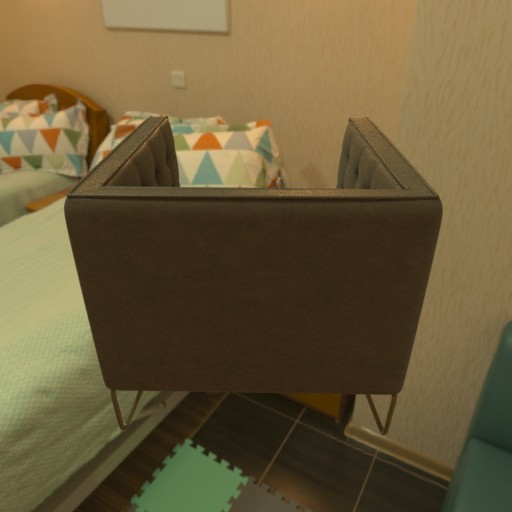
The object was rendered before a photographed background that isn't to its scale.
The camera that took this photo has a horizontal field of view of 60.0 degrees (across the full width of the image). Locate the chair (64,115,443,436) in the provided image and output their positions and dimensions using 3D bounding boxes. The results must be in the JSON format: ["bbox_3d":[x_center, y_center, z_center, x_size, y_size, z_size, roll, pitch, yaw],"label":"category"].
[{"bbox_3d":[0.000,0.000,1.544,0.880,0.790,0.894,1,30,1],"label":"chair"}]
